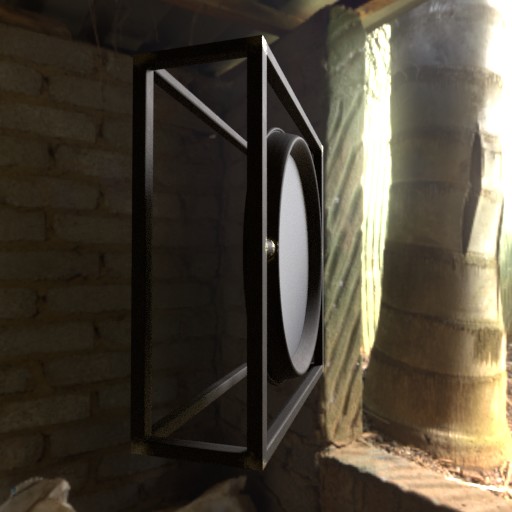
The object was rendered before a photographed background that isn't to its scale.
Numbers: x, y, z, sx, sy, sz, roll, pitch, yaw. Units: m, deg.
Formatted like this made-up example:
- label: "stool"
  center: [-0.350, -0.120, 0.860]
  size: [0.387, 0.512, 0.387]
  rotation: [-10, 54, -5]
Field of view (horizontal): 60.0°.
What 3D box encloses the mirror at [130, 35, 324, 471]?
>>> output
- label: "mirror"
  center: [0.000, 0.000, 0.468]
  size: [0.107, 0.303, 0.306]
  rotation: [0, -1, 17]
